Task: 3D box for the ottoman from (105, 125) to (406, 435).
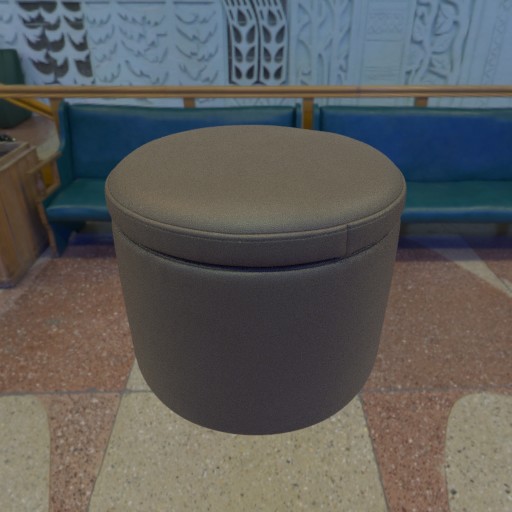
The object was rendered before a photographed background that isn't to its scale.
[{"bbox_3d":[0.000,0.000,0.840,0.500,0.409,0.500,0,30,0],"label":"ottoman"}]
